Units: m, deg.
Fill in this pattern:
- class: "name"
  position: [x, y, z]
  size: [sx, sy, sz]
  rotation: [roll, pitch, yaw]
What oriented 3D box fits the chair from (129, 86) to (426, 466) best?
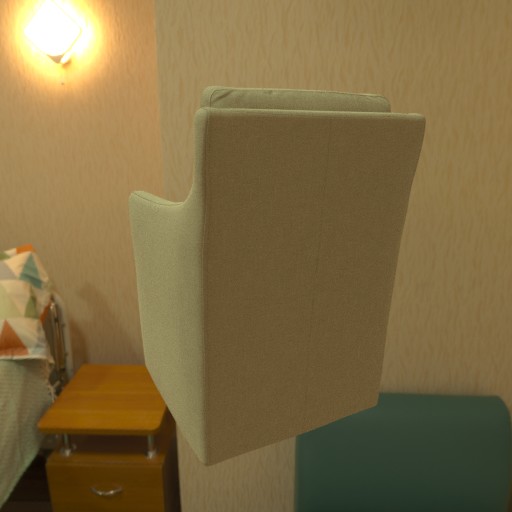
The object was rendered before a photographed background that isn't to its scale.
- class: "chair"
  position: [0.000, 0.000, 1.341]
  size: [0.626, 0.914, 0.694]
  rotation: [-8, 17, -27]
